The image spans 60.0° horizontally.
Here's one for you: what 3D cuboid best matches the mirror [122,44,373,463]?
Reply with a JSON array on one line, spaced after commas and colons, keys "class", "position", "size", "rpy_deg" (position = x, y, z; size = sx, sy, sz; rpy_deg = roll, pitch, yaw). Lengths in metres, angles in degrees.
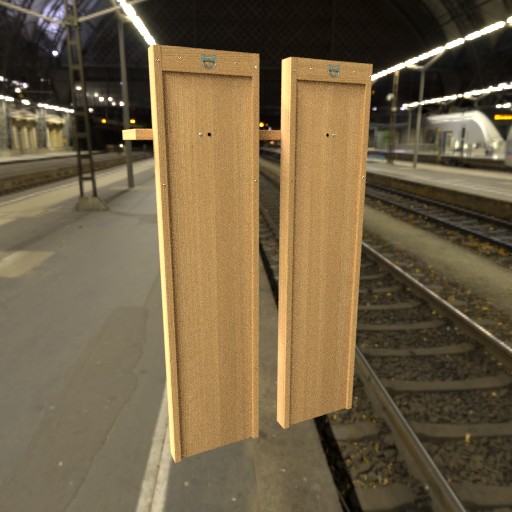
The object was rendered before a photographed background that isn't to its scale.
[{"class": "mirror", "position": [0.000, 0.000, 1.543], "size": [0.800, 1.250, 0.260], "rpy_deg": [-7, 16, -25]}]
